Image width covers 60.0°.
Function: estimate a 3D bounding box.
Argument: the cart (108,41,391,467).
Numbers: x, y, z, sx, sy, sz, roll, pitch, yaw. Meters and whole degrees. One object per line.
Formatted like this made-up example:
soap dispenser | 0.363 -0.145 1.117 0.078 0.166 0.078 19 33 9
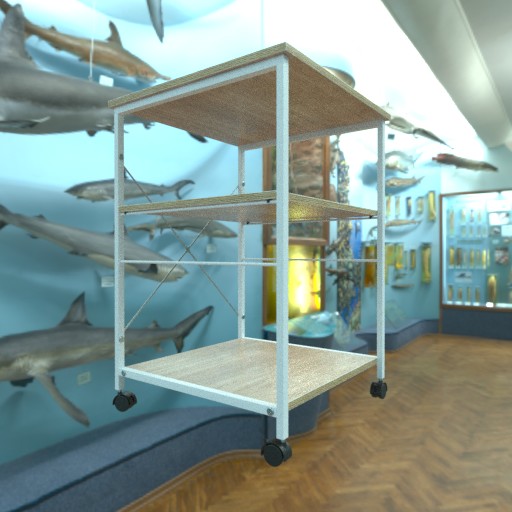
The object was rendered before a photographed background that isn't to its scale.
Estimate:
cart | 0.000 0.000 1.146 0.520 0.762 0.521 0 1 37
